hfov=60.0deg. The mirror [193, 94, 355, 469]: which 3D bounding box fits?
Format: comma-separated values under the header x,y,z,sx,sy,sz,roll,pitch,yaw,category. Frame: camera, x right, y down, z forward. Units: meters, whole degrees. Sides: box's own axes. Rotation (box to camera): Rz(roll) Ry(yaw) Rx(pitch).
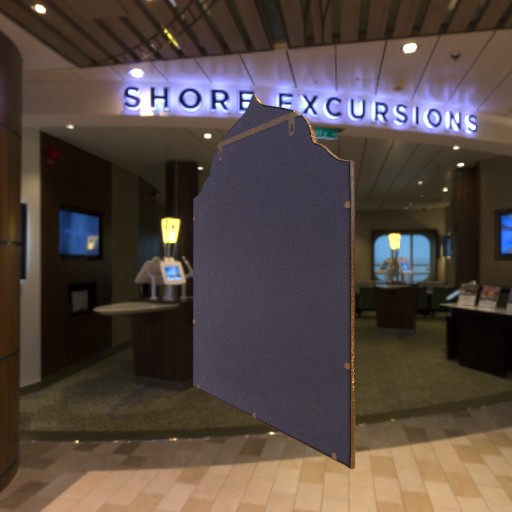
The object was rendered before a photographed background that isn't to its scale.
x,y,z,sx,sy,sz,roll,pitch,yaw,category
0.000,0.000,0.871,0.018,0.635,0.513,0,0,-35,mirror
